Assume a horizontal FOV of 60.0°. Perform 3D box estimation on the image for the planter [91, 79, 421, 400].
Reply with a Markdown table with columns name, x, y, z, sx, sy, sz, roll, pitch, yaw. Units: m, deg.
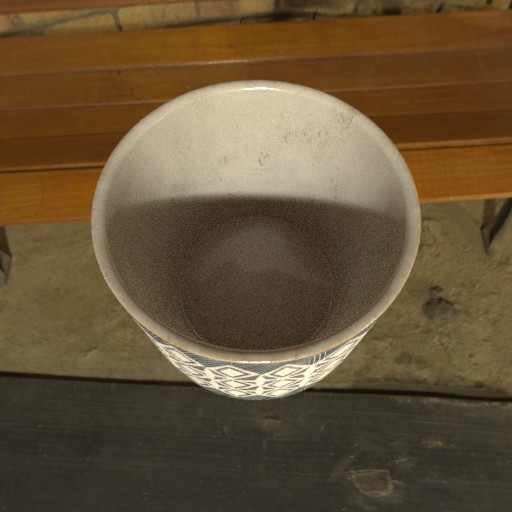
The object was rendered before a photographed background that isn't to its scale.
| name | x | y | z | sx | sy | sz | roll | pitch | yaw |
| --- | --- | --- | --- | --- | --- | --- | --- | --- | --- |
| planter | 0.000 | 0.000 | 0.219 | 0.126 | 0.104 | 0.126 | 0 | 65 | 0 |
